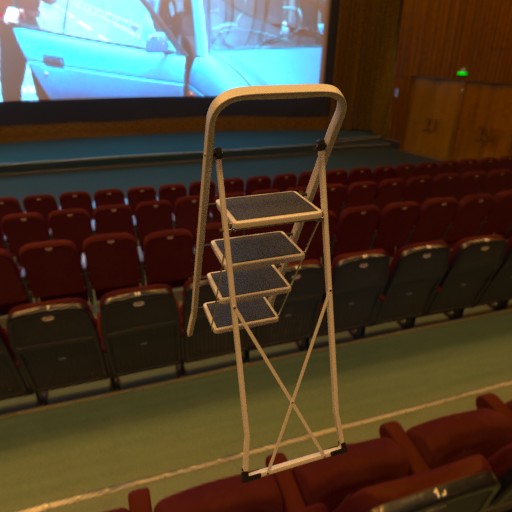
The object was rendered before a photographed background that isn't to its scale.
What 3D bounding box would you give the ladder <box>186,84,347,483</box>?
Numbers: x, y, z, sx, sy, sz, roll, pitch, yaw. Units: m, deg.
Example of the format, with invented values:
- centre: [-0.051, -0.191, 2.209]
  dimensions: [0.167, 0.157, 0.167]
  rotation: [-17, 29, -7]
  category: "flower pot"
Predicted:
- centre: [0.000, 0.000, 1.691]
  dimensions: [0.460, 1.265, 0.914]
  rotation: [-9, 28, -17]
  category: "ladder"
